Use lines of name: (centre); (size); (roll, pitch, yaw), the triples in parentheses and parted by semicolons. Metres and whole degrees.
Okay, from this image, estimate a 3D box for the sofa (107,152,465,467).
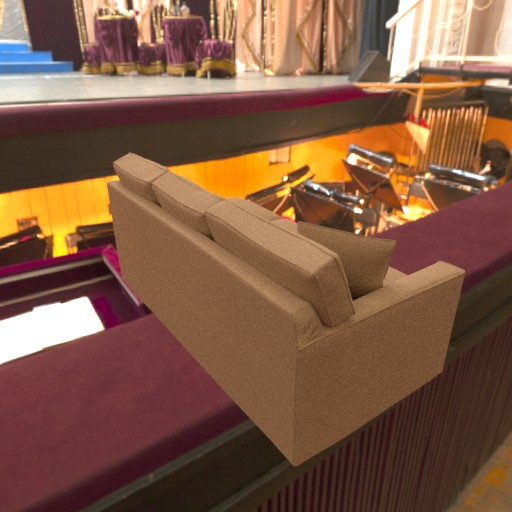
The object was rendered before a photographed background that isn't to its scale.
sofa: (0.000, 0.000, 2.556); (1.034, 0.946, 1.962); (-17, 30, -31)
